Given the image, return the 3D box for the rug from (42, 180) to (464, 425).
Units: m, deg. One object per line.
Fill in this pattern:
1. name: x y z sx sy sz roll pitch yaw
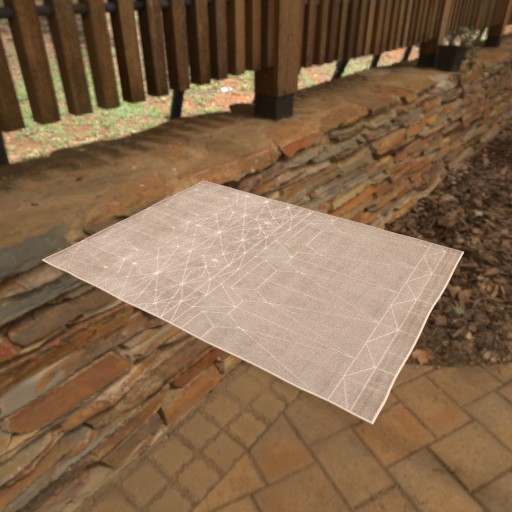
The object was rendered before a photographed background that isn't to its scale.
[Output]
1. rug: 0.000 0.000 4.346 3.357 0.019 2.449 19 37 28
